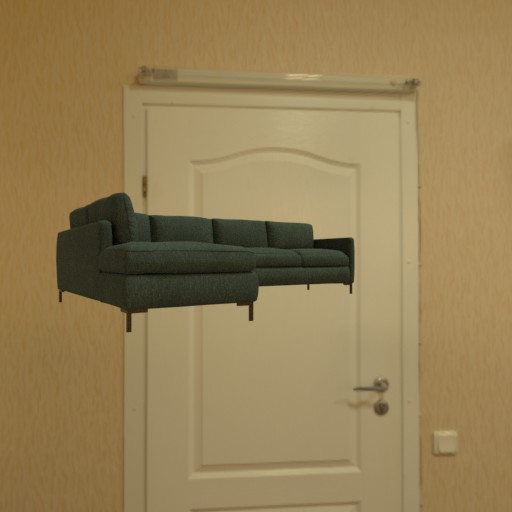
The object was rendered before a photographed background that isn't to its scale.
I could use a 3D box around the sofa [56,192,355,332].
[{"bbox_3d":[0.000,0.000,3.876,2.949,0.815,2.007,0,-1,-34],"label":"sofa"}]
